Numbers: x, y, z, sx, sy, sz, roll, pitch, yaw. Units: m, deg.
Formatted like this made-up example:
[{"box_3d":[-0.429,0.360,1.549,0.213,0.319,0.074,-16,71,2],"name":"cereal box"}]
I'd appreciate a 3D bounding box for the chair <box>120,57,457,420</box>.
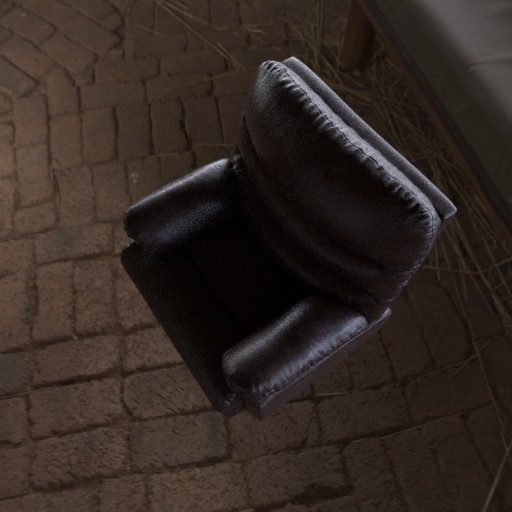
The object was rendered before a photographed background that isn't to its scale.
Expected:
[{"box_3d":[0.000,0.000,1.707,0.879,1.041,0.940,-33,68,-15],"name":"chair"}]
